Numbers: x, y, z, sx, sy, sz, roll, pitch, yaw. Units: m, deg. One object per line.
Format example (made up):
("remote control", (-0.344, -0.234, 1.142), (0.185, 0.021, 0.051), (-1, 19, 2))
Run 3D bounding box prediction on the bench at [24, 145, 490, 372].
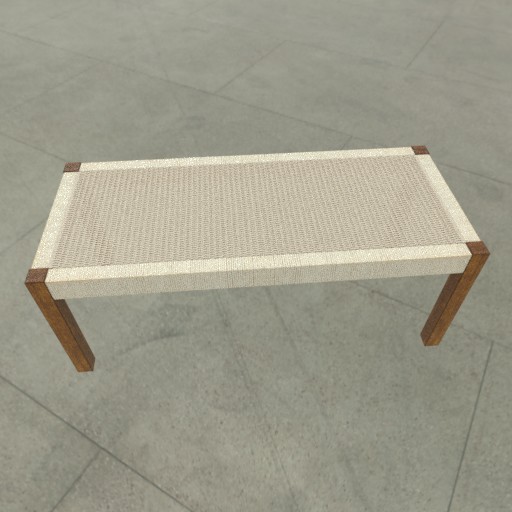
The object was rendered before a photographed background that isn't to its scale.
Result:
("bench", (0.000, 0.000, 1.472), (1.198, 0.457, 0.507), (-4, 47, -3))
